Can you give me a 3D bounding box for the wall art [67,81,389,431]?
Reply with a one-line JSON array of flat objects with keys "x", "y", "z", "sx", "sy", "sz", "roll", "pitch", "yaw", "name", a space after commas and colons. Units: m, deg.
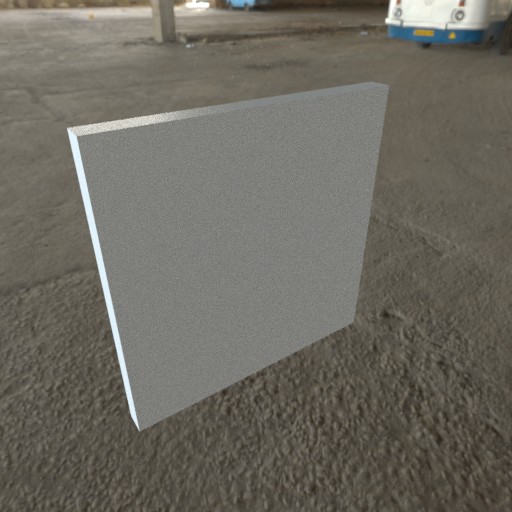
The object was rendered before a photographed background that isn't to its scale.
[{"x": 0.000, "y": 0.000, "z": 0.530, "sx": 0.355, "sy": 0.355, "sz": 0.027, "roll": -20, "pitch": 37, "yaw": -29, "name": "wall art"}]
